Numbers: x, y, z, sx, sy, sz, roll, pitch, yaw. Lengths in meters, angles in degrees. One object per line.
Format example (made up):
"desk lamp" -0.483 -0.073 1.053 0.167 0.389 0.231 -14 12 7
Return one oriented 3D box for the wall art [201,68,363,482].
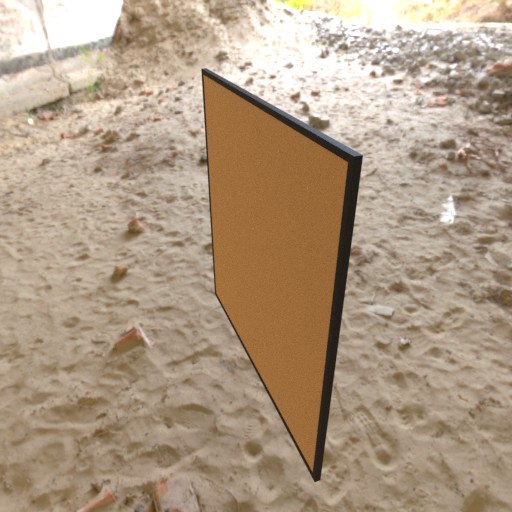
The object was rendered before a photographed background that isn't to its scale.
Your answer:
"wall art" 0.000 0.000 0.962 0.015 0.663 0.664 -12 34 -18
